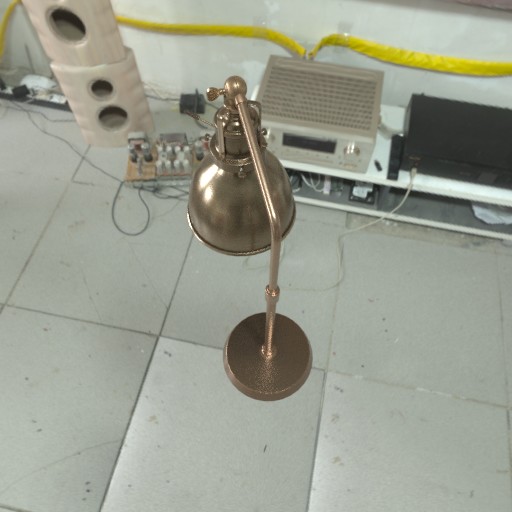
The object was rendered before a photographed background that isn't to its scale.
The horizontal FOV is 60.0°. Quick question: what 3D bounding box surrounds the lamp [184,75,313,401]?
[{"bbox_3d":[0.000,0.000,0.589,0.153,0.456,0.286,-15,61,-9],"label":"lamp"}]
